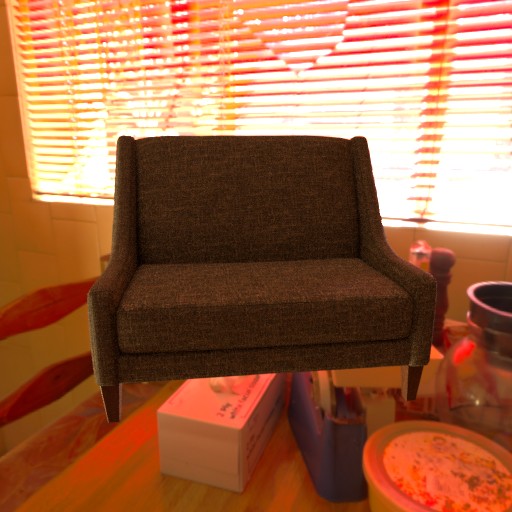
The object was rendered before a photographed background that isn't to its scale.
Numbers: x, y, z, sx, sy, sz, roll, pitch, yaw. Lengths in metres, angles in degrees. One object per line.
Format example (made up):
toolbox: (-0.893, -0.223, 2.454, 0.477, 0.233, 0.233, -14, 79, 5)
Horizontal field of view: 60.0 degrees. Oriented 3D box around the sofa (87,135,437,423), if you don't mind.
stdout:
sofa: (0.000, 0.000, 1.907, 1.242, 1.021, 0.870, -2, 14, -7)
